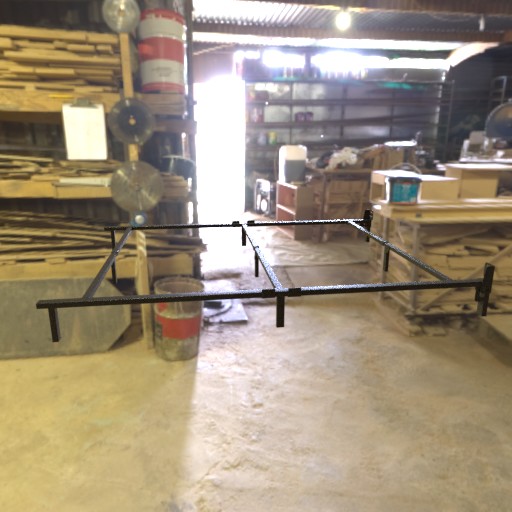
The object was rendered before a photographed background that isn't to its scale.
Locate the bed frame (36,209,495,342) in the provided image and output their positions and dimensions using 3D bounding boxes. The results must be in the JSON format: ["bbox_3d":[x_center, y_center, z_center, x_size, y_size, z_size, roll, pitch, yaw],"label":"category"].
[{"bbox_3d":[0.000,0.000,2.628,1.990,0.248,1.498,-2,16,-8],"label":"bed frame"}]
